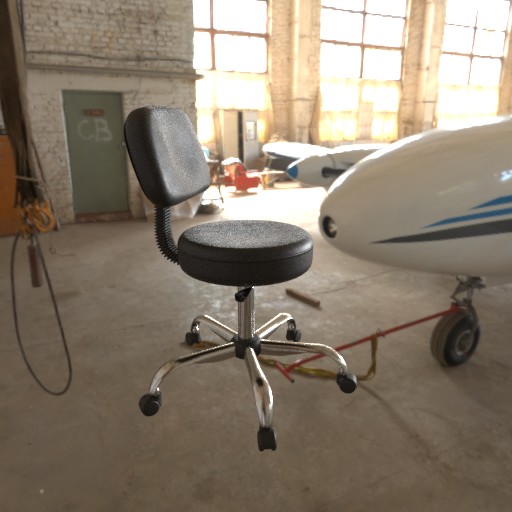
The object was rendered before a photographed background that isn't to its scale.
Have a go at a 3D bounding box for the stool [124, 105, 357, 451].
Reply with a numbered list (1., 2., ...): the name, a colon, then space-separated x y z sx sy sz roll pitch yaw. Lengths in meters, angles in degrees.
1. stool: 0.000 0.000 1.336 0.648 0.862 0.673 3 17 9
